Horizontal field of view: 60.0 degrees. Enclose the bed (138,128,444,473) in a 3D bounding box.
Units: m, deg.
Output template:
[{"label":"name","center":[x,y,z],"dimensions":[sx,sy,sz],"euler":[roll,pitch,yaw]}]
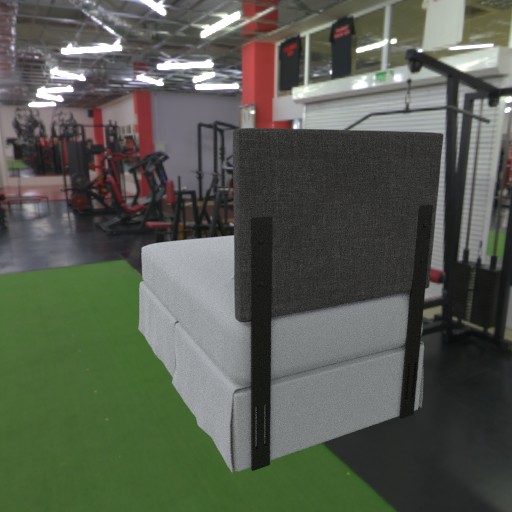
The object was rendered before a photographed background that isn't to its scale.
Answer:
[{"label":"bed","center":[0.000,0.000,3.002],"dimensions":[1.261,1.571,1.997],"euler":[-7,15,-26]}]
